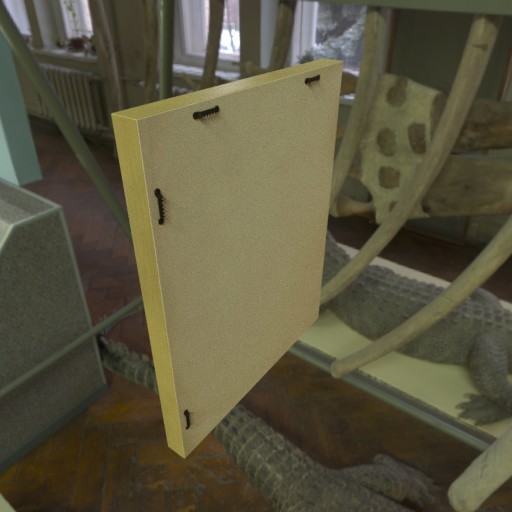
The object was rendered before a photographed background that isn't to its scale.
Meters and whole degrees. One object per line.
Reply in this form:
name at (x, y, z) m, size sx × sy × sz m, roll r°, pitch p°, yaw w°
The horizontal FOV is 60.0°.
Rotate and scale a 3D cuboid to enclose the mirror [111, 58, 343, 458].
mirror at (0.000, 0.000, 0.679) m, size 0.041 × 0.508 × 0.405 m, roll 21°, pitch 38°, yaw 30°
